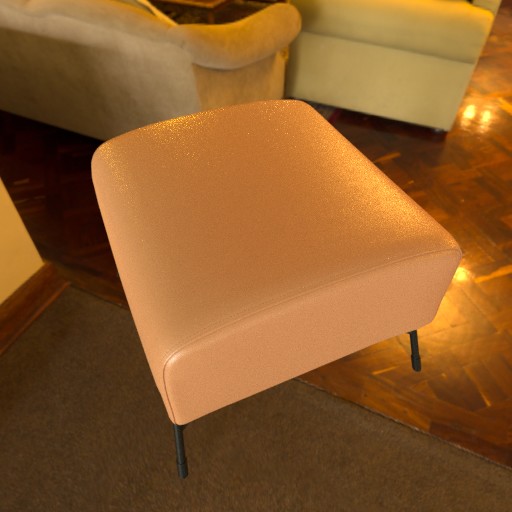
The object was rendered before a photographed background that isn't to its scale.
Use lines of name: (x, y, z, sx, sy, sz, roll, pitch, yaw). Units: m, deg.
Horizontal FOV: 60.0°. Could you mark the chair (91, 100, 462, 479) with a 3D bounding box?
chair: (0.000, 0.000, 0.873, 0.530, 0.410, 0.530, -18, 49, -16)
